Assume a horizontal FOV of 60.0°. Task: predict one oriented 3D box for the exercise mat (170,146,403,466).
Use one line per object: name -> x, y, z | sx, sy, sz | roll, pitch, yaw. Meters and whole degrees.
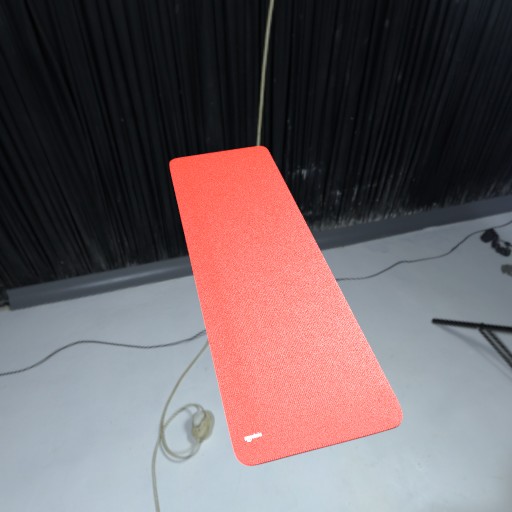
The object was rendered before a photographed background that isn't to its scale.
exercise mat -> 0.000, 0.000, 2.134 | 0.616, 0.021, 1.869 | -11, 47, -10
